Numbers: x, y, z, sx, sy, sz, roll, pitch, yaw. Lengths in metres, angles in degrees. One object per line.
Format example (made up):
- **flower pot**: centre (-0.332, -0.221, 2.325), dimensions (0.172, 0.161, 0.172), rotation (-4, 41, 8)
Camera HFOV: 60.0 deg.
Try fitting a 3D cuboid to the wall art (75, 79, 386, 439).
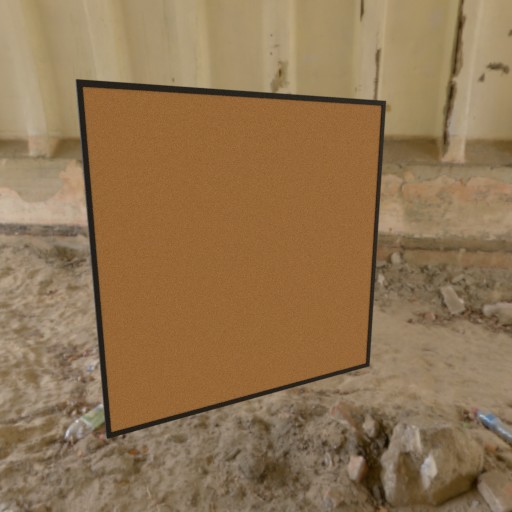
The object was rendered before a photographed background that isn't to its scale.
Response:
- **wall art**: centre (0.000, 0.000, 0.948), dimensions (0.664, 0.663, 0.015), rotation (-7, 15, -27)
